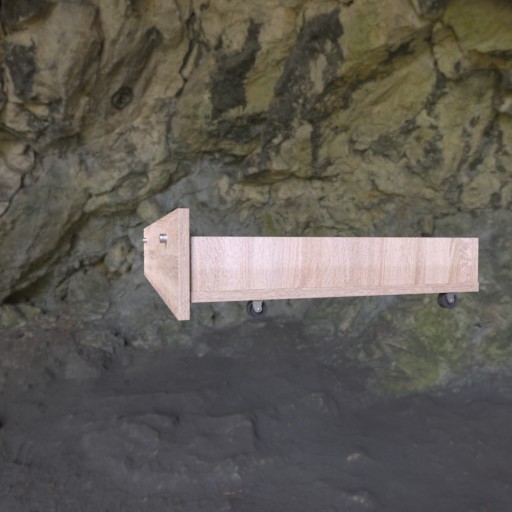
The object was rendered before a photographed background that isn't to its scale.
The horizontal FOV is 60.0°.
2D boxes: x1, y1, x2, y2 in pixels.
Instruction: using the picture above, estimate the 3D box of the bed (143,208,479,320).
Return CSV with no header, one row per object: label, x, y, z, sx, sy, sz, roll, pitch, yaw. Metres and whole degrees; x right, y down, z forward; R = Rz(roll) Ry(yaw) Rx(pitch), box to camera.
bed,0.000,0.000,1.460,0.685,0.209,1.200,-1,2,-17
